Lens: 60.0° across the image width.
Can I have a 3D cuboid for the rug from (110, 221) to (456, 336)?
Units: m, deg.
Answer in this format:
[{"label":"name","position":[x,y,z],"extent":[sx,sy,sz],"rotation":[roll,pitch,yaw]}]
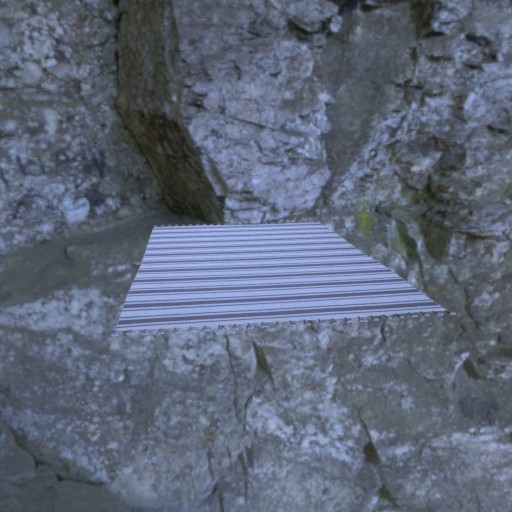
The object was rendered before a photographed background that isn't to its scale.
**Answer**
[{"label":"rug","position":[0.000,0.000,3.971],"extent":[2.030,0.017,3.040],"rotation":[-2,16,-8]}]
